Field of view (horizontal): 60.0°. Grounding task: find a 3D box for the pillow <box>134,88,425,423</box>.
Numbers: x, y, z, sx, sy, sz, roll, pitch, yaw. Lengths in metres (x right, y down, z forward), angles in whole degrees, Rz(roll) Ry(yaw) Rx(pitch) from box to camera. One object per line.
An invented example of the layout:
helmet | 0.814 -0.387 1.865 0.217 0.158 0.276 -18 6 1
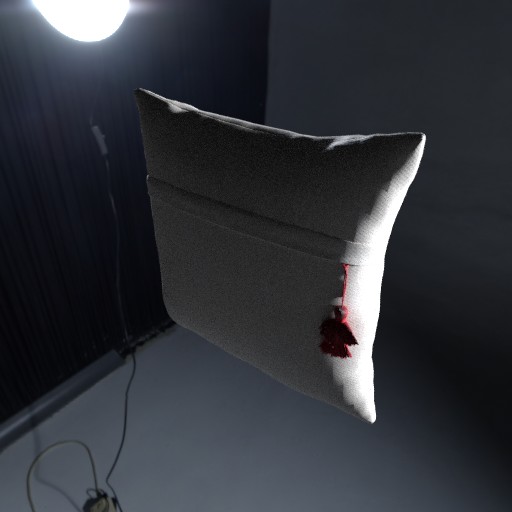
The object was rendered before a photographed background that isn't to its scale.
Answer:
pillow | 0.000 0.000 0.663 0.433 0.436 0.173 21 36 31
